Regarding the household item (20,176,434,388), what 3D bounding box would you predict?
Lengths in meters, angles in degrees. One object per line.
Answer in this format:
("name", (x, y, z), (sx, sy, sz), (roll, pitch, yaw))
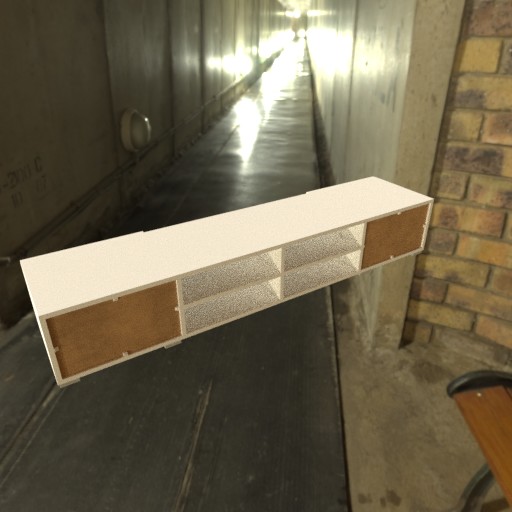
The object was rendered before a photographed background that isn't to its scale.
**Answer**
("household item", (0.000, 0.000, 2.027), (1.850, 0.310, 0.420), (-17, 33, -28))
